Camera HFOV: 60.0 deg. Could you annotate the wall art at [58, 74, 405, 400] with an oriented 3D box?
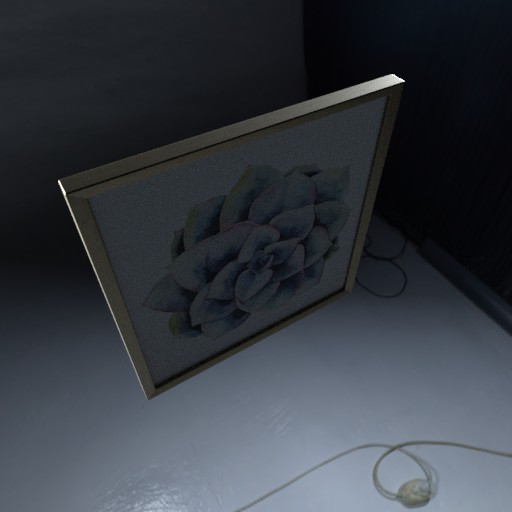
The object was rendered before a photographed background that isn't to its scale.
[{"bbox_3d":[0.000,0.000,0.763,0.503,0.506,0.030,-24,52,-21],"label":"wall art"}]
